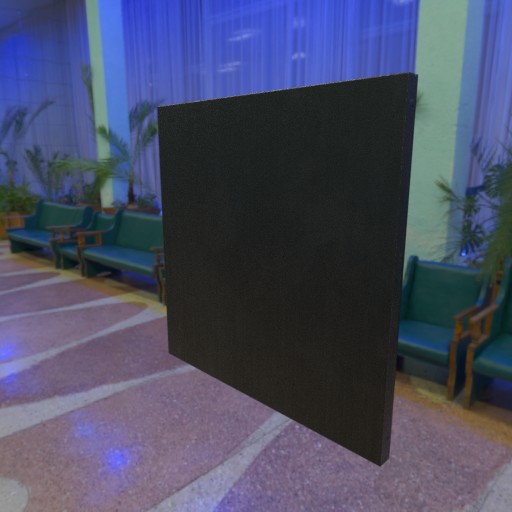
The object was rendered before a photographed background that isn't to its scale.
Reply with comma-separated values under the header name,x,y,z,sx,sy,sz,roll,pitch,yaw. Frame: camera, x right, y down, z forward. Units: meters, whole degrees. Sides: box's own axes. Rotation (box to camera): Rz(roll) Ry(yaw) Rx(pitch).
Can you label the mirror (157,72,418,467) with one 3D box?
name,x,y,z,sx,sy,sz,roll,pitch,yaw
mirror,0.000,0.000,0.551,0.382,0.381,0.020,12,18,44
